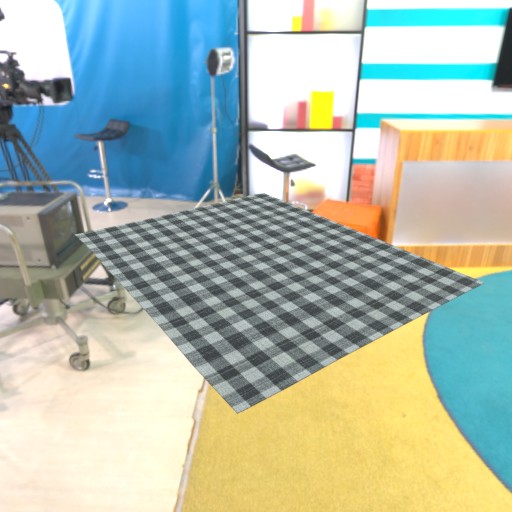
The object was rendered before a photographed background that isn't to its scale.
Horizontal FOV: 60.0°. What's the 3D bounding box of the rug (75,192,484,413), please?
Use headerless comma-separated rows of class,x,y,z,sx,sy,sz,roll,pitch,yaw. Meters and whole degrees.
rug,0.000,0.000,4.087,2.432,0.013,3.021,-17,30,-32
